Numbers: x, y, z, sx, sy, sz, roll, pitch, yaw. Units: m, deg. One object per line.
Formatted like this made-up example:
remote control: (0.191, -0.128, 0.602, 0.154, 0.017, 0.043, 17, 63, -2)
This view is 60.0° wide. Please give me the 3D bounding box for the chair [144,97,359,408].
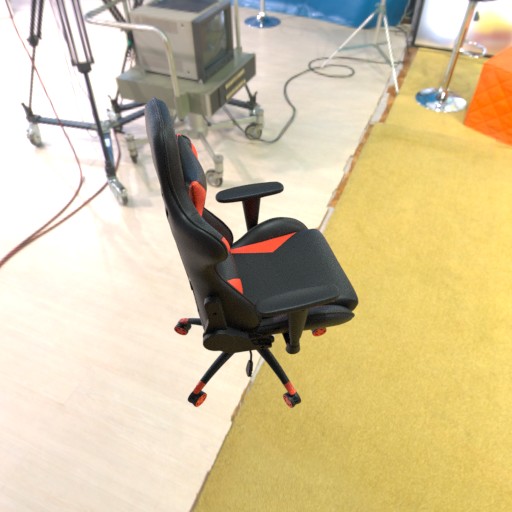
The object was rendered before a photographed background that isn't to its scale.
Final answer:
chair: (0.000, 0.000, 1.690, 0.730, 1.282, 0.695, -12, 47, -11)
